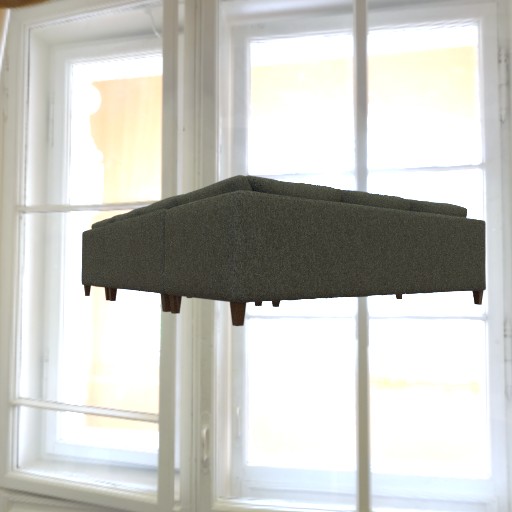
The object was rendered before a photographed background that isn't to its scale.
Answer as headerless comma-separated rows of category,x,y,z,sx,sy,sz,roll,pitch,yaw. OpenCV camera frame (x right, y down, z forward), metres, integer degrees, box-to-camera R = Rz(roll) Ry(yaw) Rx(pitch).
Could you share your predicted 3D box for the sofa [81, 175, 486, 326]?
sofa,0.000,0.000,4.318,2.551,0.853,3.238,1,-2,-35
